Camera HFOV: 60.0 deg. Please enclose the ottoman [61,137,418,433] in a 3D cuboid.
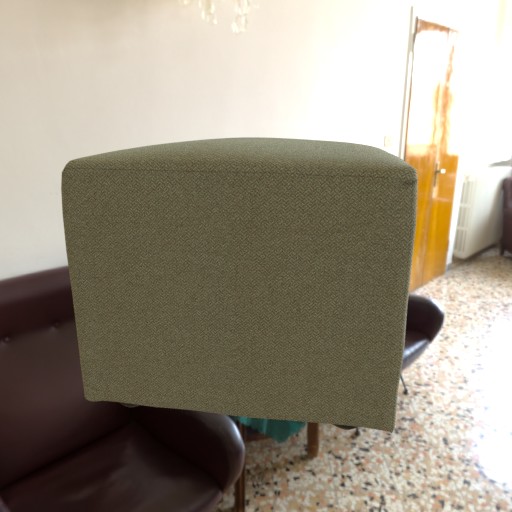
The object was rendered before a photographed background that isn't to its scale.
[{"bbox_3d":[0.000,0.000,0.885,0.512,0.453,0.521,3,17,9],"label":"ottoman"}]
